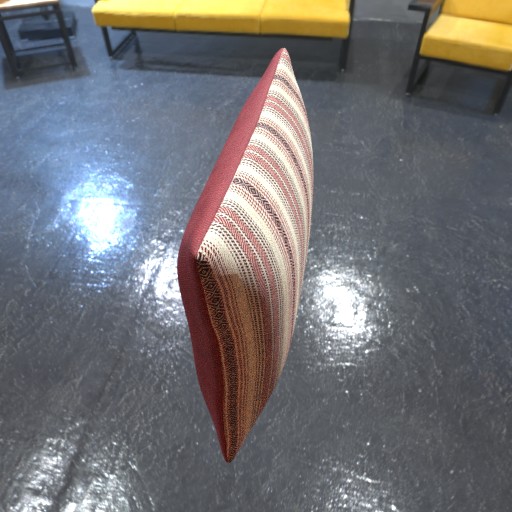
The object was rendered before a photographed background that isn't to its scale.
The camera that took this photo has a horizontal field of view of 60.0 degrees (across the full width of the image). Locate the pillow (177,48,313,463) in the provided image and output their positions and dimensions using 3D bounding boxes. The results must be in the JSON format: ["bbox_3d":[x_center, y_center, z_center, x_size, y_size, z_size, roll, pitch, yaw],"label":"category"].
[{"bbox_3d":[0.000,0.000,0.752,0.166,0.497,0.513,8,46,8],"label":"pillow"}]
